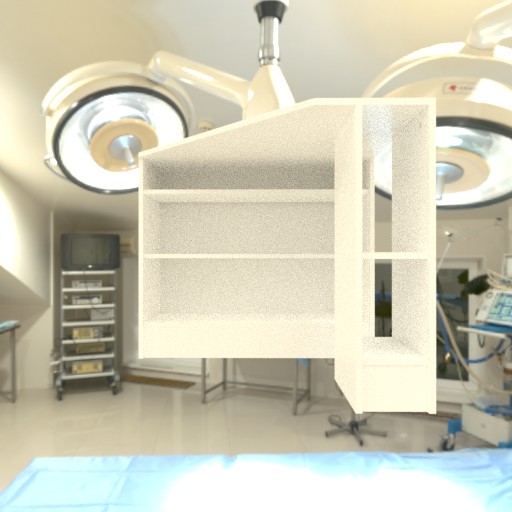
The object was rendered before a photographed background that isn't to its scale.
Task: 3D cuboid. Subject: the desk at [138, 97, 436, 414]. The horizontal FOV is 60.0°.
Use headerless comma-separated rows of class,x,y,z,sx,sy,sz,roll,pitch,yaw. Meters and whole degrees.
desk,0.000,0.000,1.613,0.940,0.818,0.926,0,0,1
